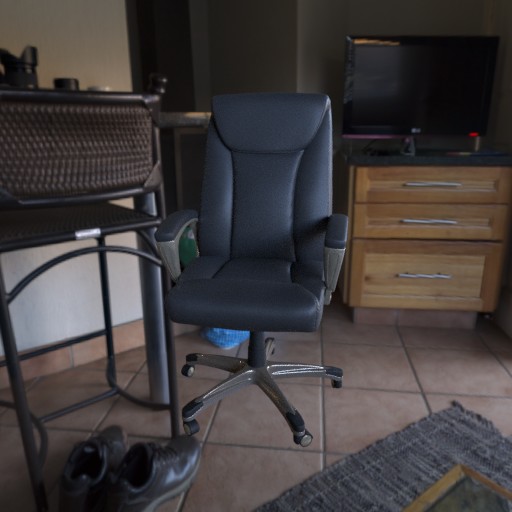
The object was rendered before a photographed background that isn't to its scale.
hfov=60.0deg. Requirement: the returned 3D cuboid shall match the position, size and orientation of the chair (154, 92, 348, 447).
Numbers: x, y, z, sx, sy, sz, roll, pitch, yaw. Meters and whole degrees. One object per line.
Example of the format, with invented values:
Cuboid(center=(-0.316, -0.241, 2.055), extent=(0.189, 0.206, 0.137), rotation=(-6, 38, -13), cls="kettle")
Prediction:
Cuboid(center=(0.000, 0.000, 1.645), extent=(0.694, 1.188, 0.748), rotation=(3, 16, 9), cls="chair")
